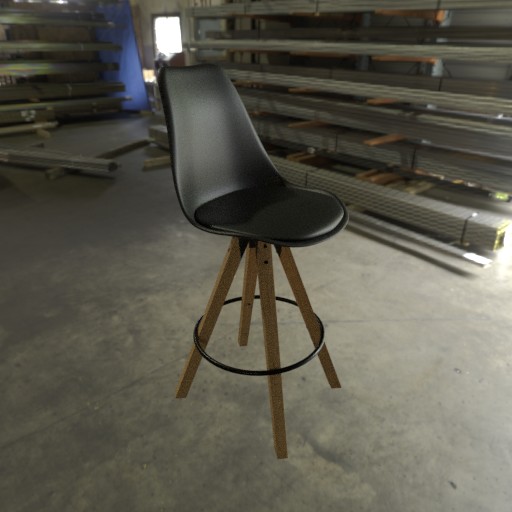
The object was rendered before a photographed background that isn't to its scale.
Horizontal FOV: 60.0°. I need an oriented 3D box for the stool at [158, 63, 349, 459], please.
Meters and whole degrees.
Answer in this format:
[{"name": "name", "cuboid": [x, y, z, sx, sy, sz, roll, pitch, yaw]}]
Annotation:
[{"name": "stool", "cuboid": [0.000, 0.000, 1.422, 0.550, 1.115, 0.485, 18, 31, 31]}]
